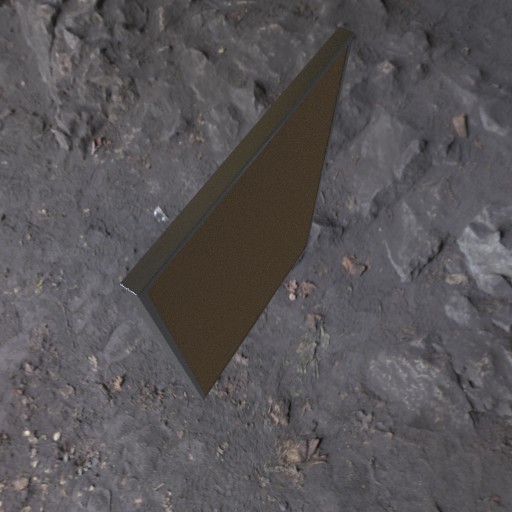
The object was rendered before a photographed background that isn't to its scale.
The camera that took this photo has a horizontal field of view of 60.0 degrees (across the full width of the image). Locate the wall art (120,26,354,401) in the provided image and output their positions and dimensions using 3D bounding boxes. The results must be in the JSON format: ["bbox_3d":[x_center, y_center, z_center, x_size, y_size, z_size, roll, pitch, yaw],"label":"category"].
[{"bbox_3d":[0.000,0.000,1.380,0.041,1.062,0.803,30,67,14],"label":"wall art"}]
